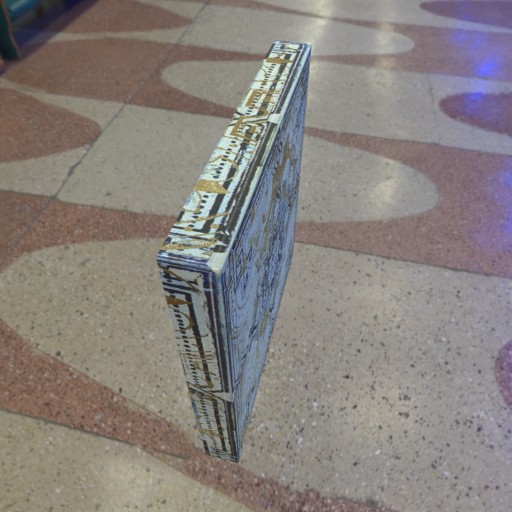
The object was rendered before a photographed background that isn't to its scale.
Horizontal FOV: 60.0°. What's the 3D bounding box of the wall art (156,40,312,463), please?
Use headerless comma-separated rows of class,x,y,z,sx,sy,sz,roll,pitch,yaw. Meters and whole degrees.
wall art,0.000,0.000,0.449,0.038,0.306,0.302,10,48,9
